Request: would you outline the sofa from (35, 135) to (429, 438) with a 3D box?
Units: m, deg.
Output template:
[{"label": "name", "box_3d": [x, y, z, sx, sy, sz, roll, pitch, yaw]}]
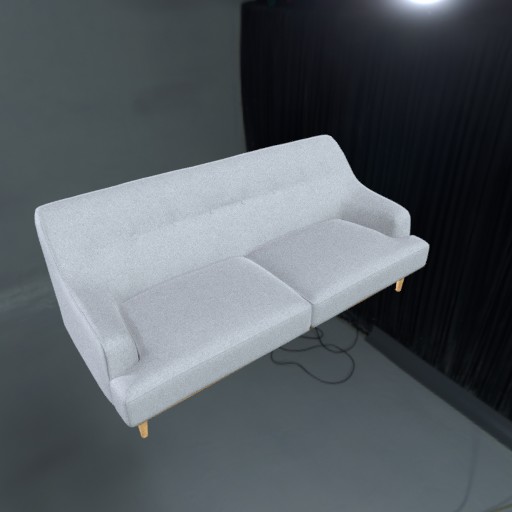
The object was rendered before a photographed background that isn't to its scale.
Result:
[{"label": "sofa", "box_3d": [0.000, 0.000, 2.541, 2.057, 0.871, 0.978, -22, 38, -31]}]
